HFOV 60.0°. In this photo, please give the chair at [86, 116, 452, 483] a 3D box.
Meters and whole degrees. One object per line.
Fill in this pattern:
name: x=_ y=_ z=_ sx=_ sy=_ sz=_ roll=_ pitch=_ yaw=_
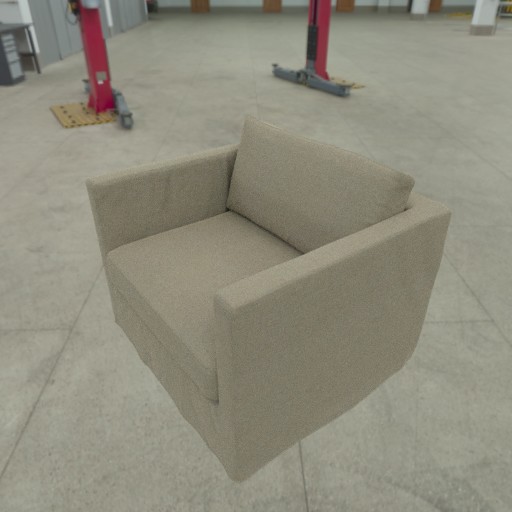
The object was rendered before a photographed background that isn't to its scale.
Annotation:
chair: x=0.000 y=0.000 z=1.758 sx=0.949 sy=0.863 sz=1.057 roll=-22 pitch=38 yaw=-31
